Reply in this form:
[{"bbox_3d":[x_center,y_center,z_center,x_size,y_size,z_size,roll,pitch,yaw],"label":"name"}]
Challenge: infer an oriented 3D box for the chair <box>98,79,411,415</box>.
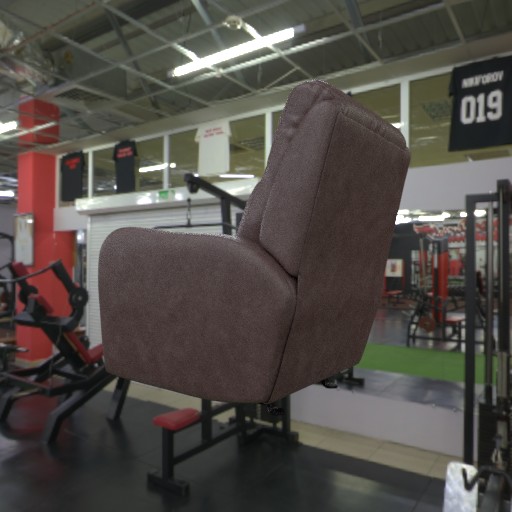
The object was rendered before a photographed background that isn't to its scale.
[{"bbox_3d":[0.000,0.000,1.812,1.067,1.067,0.865,0,-1,37],"label":"chair"}]
